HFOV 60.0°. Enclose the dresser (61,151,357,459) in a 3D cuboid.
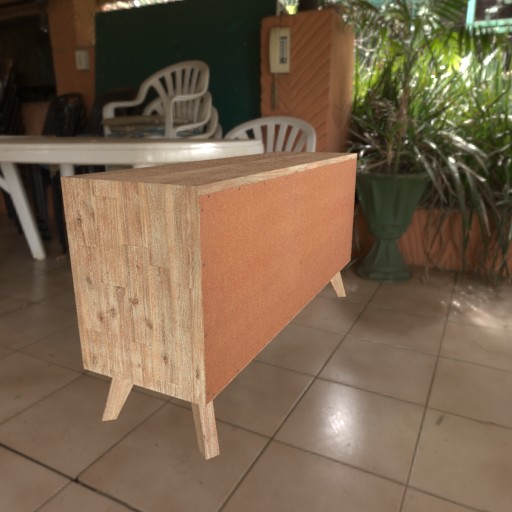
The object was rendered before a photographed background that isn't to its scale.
[{"bbox_3d":[0.000,0.000,1.922,0.455,0.805,1.554,8,18,25],"label":"dresser"}]
